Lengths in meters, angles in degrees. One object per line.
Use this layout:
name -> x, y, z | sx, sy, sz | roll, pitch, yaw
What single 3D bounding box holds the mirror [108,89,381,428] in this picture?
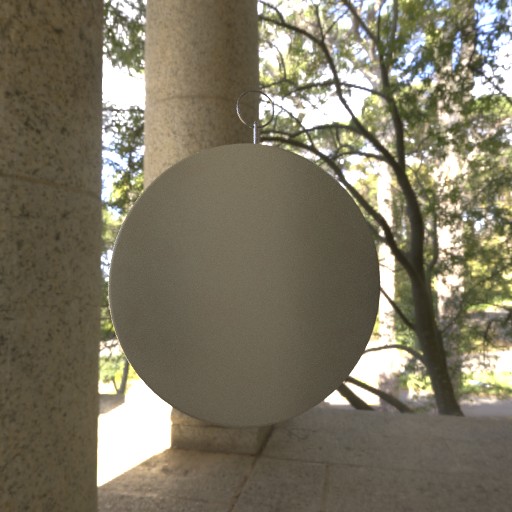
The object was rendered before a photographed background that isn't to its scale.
mirror -> 0.000, 0.000, 0.941 | 0.594, 0.713, 0.020 | 1, -2, -17
